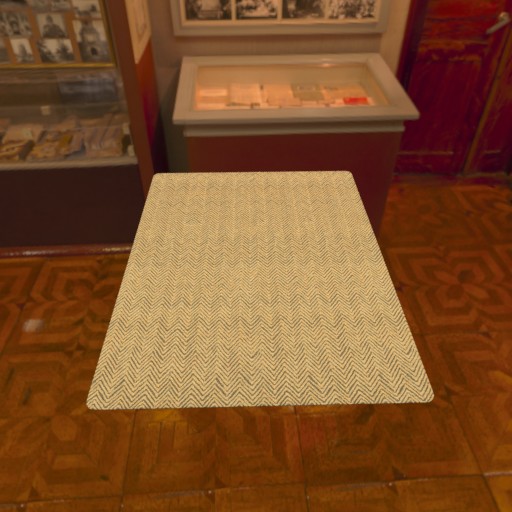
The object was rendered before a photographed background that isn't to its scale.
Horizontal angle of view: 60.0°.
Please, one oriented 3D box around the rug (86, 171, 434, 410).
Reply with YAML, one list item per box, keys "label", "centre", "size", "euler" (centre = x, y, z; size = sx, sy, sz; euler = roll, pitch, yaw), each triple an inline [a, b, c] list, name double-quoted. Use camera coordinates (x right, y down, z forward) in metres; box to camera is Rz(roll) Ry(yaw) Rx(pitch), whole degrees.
- label: "rug"
  centre: [0.000, 0.000, 4.286]
  size: [2.439, 0.014, 3.207]
  euler: [-1, 40, -1]
